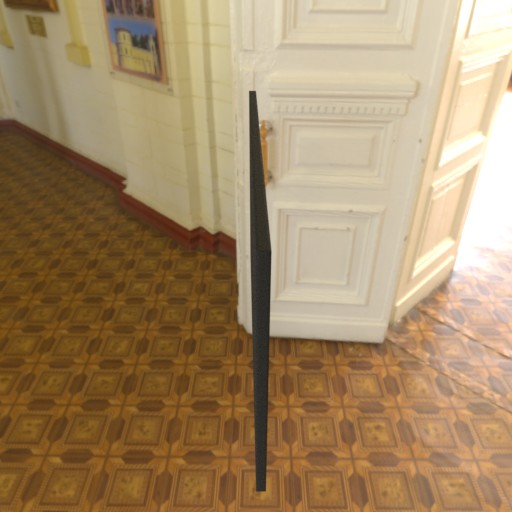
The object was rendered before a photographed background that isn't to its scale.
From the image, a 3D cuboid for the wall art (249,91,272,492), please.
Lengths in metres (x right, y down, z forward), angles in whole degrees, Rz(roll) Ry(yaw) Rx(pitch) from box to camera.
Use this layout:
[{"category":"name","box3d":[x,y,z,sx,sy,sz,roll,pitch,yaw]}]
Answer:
[{"category":"wall art","box3d":[0.000,0.000,1.237,0.049,0.659,0.964,0,34,0]}]
